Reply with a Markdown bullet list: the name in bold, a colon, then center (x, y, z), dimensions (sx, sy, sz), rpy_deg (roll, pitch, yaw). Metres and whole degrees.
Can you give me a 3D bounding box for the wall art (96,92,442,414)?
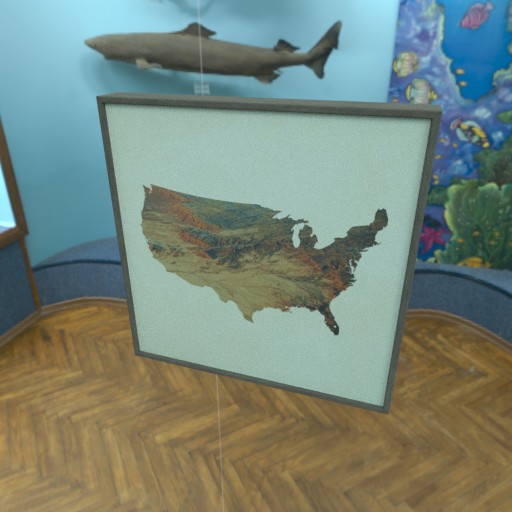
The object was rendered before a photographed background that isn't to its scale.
- **wall art**: center (0.000, 0.000, 0.452), dimensions (0.303, 0.302, 0.038), rpy_deg (8, 27, 17)
